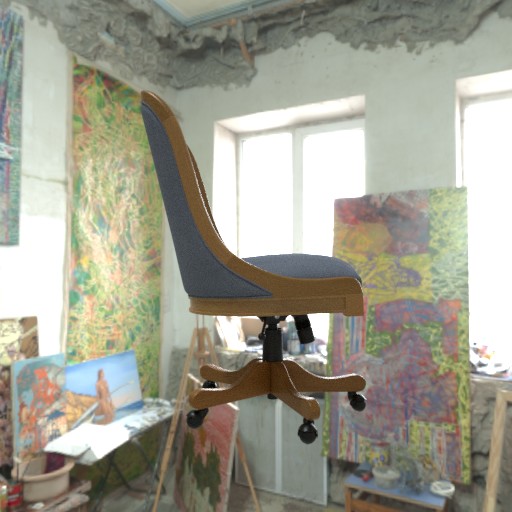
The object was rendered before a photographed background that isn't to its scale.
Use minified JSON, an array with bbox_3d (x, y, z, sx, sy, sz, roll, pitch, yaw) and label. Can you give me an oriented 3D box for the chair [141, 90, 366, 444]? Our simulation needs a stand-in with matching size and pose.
[{"bbox_3d":[0.000,0.000,1.486,0.735,1.031,0.605,0,-1,-2],"label":"chair"}]
